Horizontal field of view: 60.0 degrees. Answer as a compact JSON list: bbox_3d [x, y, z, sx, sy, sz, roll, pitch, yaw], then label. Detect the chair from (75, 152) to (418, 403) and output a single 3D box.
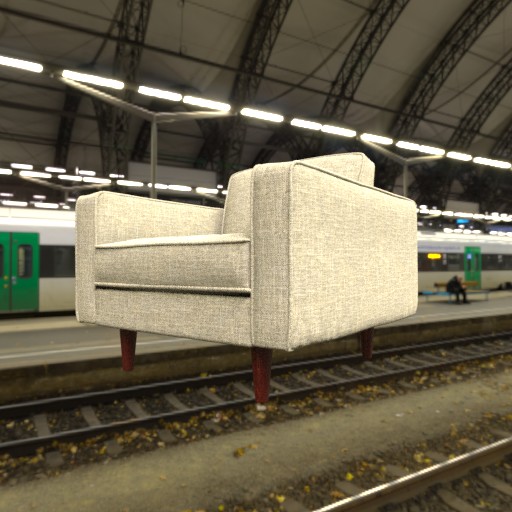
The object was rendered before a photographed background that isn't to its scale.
[{"bbox_3d":[0.000,0.000,1.585,0.889,0.765,0.914,-1,-1,37],"label":"chair"}]
